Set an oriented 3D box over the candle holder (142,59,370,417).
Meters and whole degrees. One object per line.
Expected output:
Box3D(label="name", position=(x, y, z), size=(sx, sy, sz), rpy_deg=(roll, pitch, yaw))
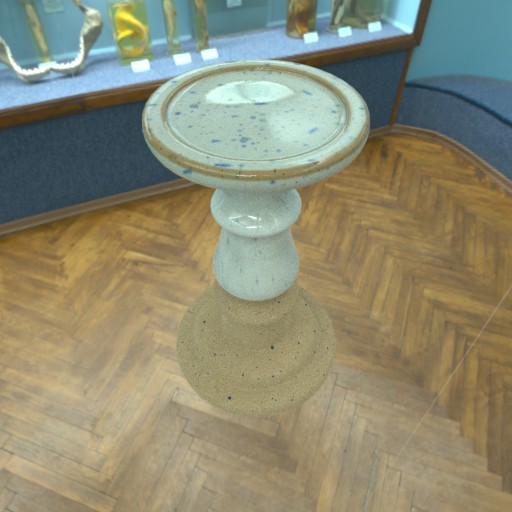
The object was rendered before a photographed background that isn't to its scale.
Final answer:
Box3D(label="candle holder", position=(0.000, 0.000, 0.276), size=(0.123, 0.202, 0.123), rpy_deg=(0, 47, 0))
